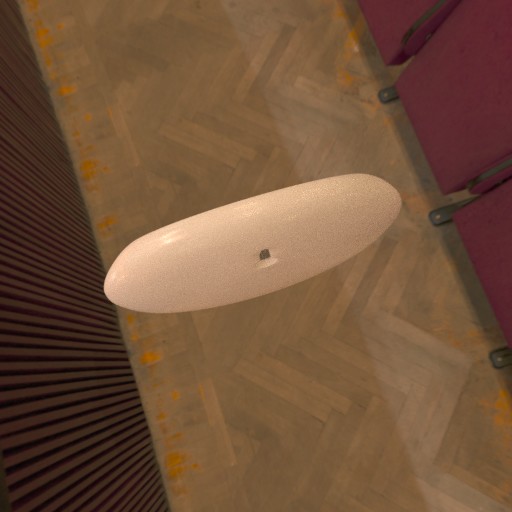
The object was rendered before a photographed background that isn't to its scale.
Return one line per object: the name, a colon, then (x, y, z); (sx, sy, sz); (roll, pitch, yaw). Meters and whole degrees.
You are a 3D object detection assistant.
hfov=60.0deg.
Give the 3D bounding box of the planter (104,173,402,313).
planter: (0.000, 0.000, 0.279); (0.185, 0.188, 0.043); (-17, 77, -4)
